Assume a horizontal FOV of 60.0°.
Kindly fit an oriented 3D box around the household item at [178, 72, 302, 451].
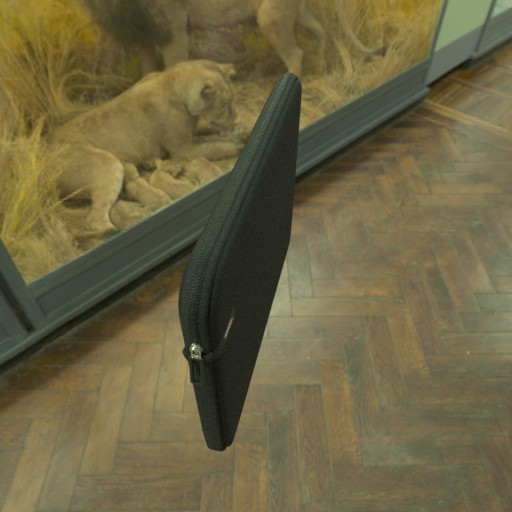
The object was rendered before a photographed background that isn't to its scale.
[{"bbox_3d":[0.000,0.000,0.526,0.030,0.305,0.396,10,47,10],"label":"household item"}]
